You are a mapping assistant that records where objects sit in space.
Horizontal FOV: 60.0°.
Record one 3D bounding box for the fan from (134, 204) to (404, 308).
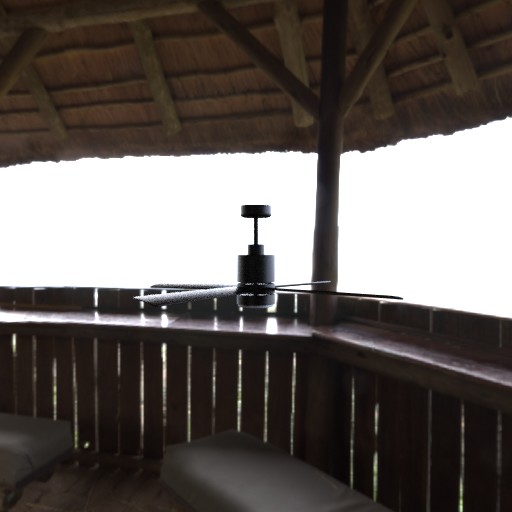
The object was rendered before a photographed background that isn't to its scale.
[{"bbox_3d":[0.000,0.000,2.354,1.525,0.534,1.525,0,0,36],"label":"fan"}]
